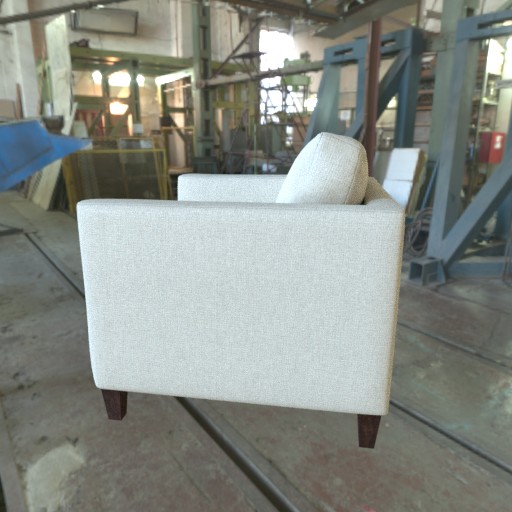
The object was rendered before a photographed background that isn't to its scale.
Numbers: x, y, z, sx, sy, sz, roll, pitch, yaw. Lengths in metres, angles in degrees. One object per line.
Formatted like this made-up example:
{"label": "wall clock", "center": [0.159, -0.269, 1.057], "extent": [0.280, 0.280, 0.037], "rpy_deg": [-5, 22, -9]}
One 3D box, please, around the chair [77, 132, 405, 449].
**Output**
{"label": "chair", "center": [0.000, 0.000, 1.717], "extent": [0.959, 0.919, 0.996], "rpy_deg": [3, 16, 9]}
